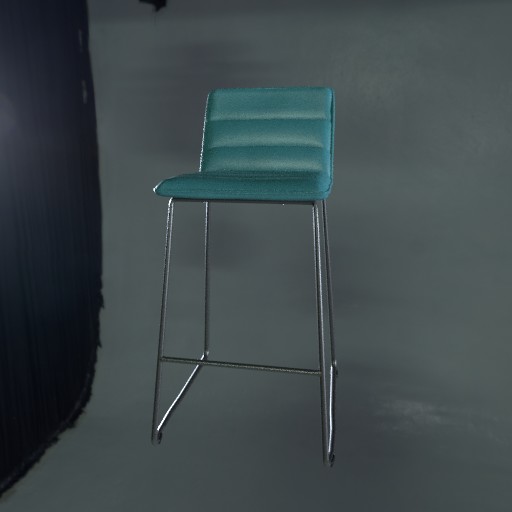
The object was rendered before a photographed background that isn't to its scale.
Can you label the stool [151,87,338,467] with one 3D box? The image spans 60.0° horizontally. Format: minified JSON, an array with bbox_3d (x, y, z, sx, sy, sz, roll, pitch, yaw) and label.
[{"bbox_3d":[0.000,0.000,1.236,0.489,0.936,0.524,3,15,10],"label":"stool"}]
